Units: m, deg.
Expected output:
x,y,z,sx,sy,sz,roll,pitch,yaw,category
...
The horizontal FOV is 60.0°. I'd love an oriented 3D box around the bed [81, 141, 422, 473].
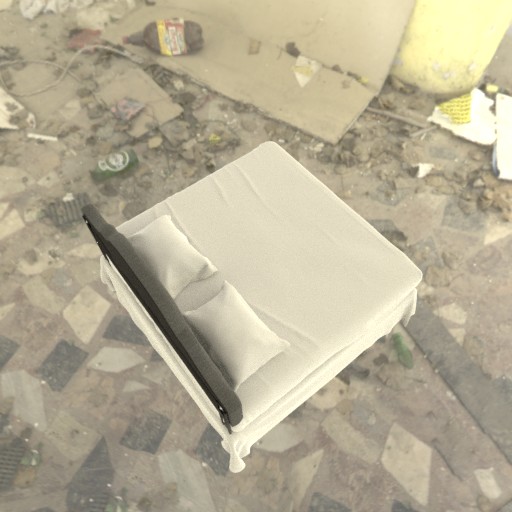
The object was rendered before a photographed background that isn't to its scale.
x,y,z,sx,sy,sz,roll,pitch,yaw,category
0.000,0.000,3.697,2.222,1.631,2.303,-34,64,-19,bed
